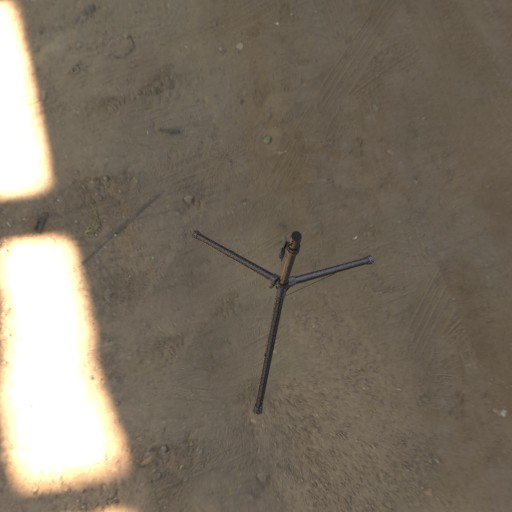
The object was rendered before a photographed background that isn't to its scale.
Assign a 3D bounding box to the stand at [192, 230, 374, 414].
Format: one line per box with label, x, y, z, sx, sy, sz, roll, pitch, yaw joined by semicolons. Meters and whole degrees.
stand;0.000;0.000;1.893;0.907;1.136;1.045;39;78;10
